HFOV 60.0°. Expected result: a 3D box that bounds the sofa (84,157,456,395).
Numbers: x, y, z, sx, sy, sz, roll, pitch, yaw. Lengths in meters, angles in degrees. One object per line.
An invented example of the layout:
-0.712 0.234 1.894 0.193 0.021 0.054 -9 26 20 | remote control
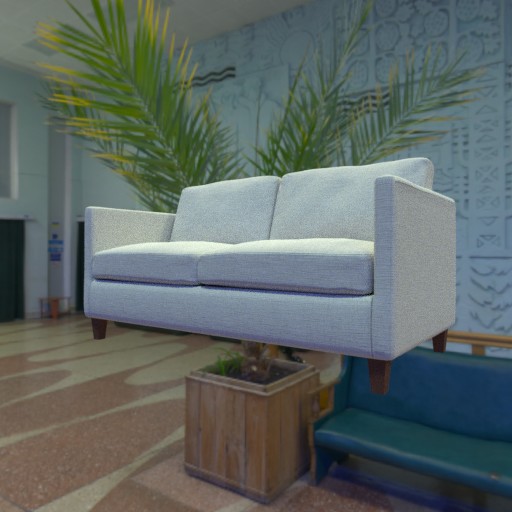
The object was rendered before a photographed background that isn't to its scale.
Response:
0.000 0.000 2.401 1.838 0.963 0.950 0 0 36 | sofa
